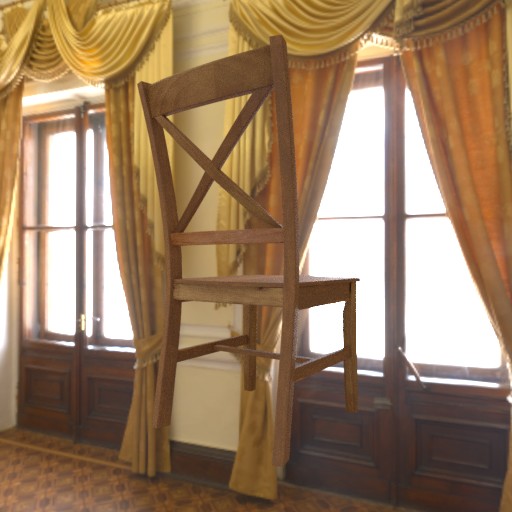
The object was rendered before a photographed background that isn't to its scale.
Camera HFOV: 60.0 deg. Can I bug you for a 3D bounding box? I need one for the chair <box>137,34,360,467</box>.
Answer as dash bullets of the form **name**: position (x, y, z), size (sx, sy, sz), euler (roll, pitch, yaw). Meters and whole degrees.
- **chair**: position (0.000, 0.000, 1.325), size (0.485, 0.983, 0.542), euler (0, -1, 35)
